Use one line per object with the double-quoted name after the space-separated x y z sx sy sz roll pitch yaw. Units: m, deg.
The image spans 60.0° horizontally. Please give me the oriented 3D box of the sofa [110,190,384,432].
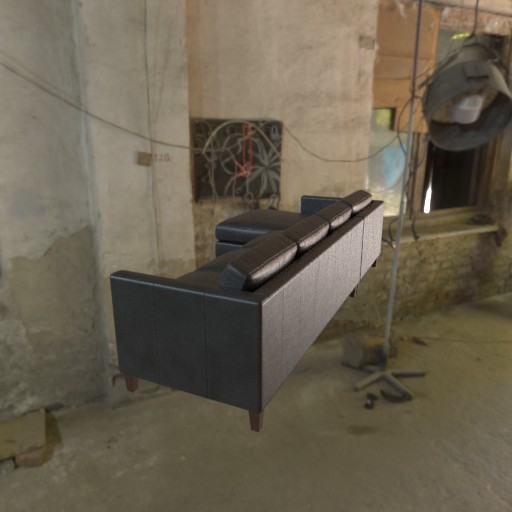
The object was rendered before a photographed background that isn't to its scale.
0.000 0.000 3.850 1.581 0.883 3.203 8 18 24 "sofa"
